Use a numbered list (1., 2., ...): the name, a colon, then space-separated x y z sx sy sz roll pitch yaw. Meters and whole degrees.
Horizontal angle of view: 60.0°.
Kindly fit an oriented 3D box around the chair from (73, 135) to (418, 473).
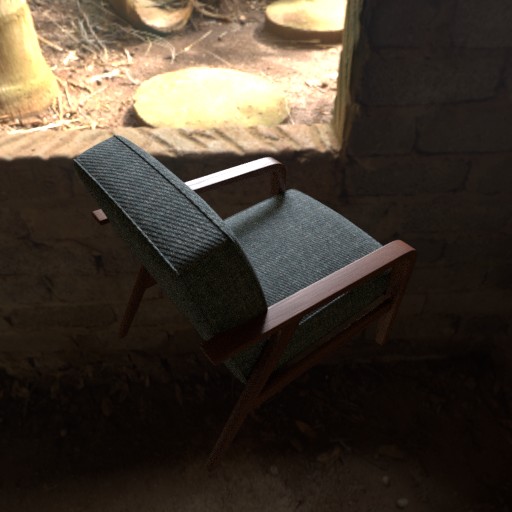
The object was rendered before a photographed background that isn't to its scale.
1. chair: 0.000 0.000 1.502 0.889 0.864 0.719 -27 49 -27
